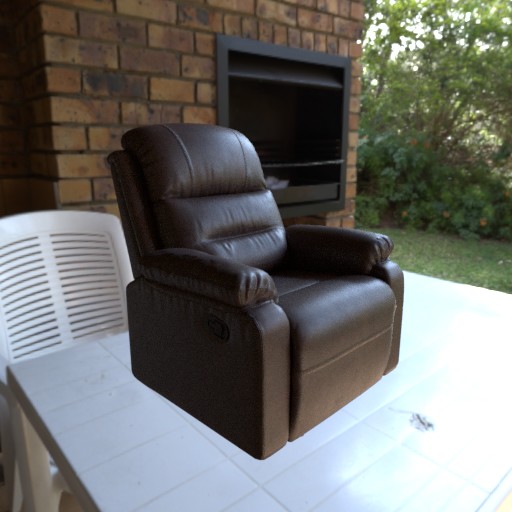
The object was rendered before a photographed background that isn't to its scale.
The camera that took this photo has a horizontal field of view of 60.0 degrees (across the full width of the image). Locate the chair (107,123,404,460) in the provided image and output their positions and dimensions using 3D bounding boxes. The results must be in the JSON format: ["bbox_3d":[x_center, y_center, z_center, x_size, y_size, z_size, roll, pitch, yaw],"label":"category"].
[{"bbox_3d":[0.000,0.000,1.677,0.919,0.992,0.855,13,19,43],"label":"chair"}]
